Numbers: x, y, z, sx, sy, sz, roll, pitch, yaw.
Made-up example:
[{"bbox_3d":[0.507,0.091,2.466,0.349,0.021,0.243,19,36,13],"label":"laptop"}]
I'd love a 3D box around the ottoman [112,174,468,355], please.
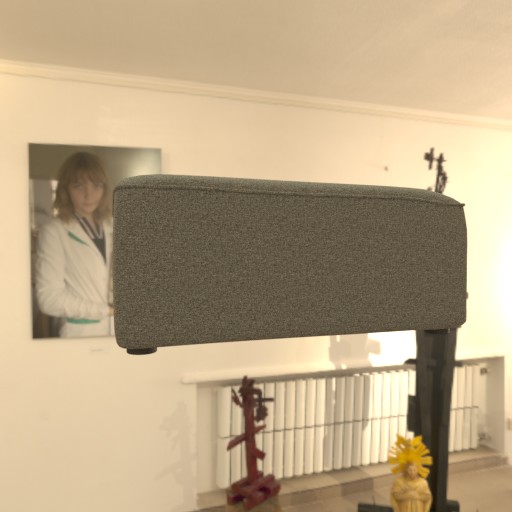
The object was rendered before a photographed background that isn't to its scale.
[{"bbox_3d":[0.000,0.000,1.631,1.005,0.464,1.015,0,0,-18],"label":"ottoman"}]
